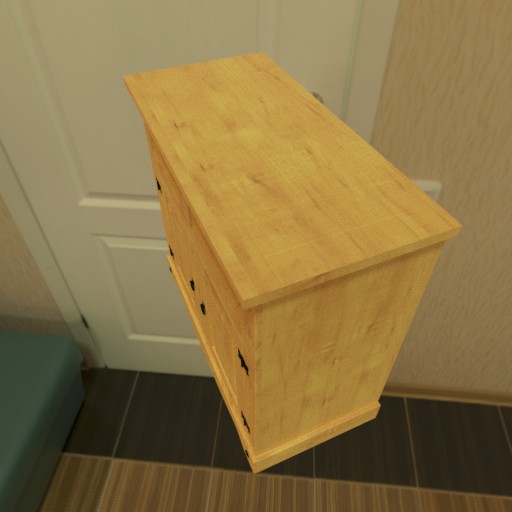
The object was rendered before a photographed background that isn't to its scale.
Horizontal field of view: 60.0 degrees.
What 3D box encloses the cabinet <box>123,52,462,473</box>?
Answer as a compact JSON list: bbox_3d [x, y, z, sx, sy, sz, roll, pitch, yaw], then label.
[{"bbox_3d":[0.000,0.000,1.371,0.450,0.840,0.920,-17,48,-16],"label":"cabinet"}]
